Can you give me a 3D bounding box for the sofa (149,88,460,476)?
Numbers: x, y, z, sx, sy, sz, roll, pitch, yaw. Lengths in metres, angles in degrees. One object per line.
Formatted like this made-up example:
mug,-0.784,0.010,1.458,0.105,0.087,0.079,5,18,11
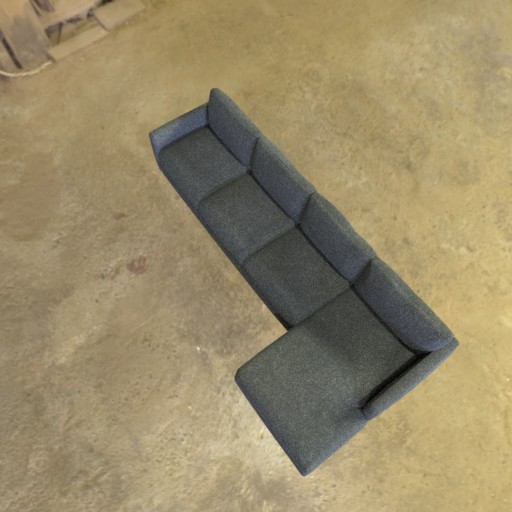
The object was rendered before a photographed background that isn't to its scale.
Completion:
sofa,0.000,0.000,3.512,1.350,0.810,2.932,-33,68,-15
